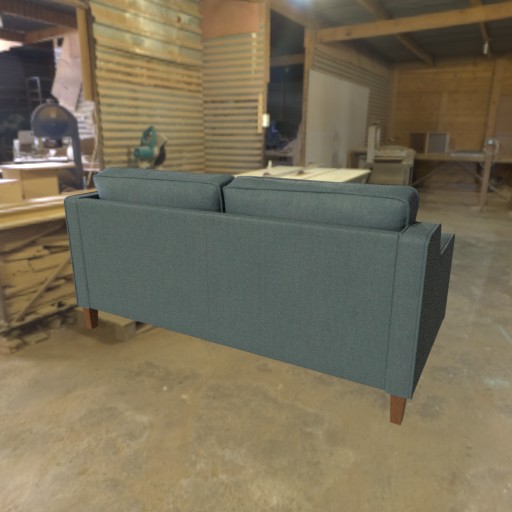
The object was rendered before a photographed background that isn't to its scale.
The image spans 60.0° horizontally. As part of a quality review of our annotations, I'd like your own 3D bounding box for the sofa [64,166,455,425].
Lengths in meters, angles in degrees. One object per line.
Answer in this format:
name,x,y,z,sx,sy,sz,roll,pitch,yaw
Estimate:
sofa,0.000,0.000,2.792,2.178,1.071,1.066,9,18,28
